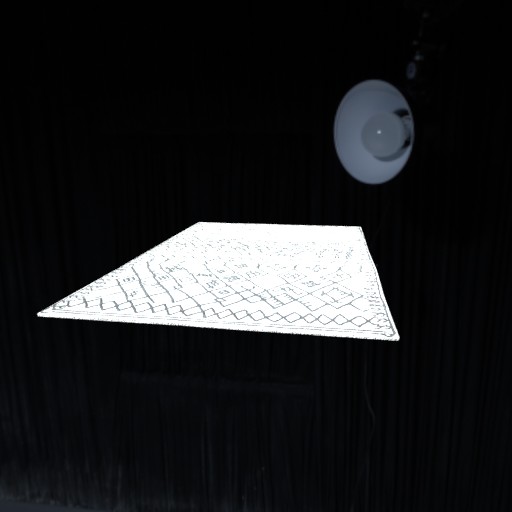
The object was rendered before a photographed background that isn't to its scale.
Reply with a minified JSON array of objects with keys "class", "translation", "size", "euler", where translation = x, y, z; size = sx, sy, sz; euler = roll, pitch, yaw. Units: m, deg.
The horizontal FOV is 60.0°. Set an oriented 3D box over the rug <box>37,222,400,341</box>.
[{"class":"rug","translation":[0.000,0.000,2.978],"size":[1.530,0.012,2.444],"euler":[2,14,9]}]
